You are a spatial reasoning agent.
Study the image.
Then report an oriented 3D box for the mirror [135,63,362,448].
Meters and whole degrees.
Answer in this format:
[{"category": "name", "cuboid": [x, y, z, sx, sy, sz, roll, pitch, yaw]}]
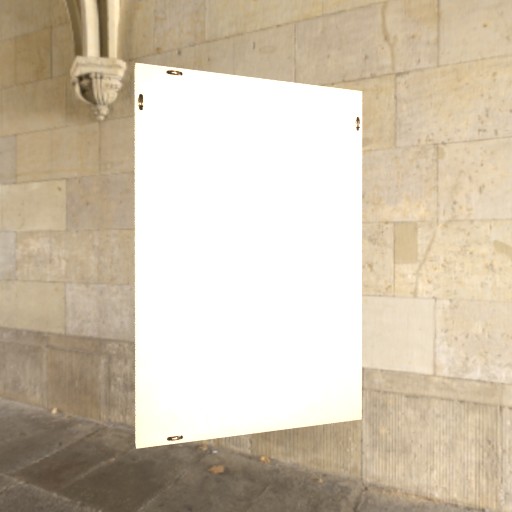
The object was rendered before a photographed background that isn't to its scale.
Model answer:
[{"category": "mirror", "cuboid": [0.000, 0.000, 1.159, 0.609, 0.915, 0.041, 0, 0, -18]}]
